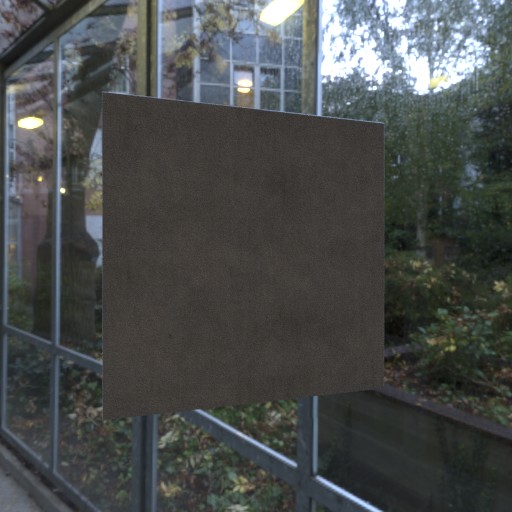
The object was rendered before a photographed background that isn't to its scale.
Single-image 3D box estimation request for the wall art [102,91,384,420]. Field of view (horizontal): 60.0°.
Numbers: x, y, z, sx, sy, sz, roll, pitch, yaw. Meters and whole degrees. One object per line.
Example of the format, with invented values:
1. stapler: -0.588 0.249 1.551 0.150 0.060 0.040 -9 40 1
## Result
1. wall art: 0.000 0.000 0.695 0.455 0.453 0.023 0 0 -19
